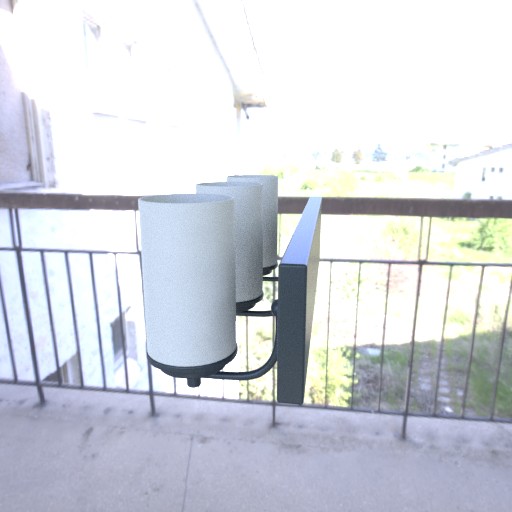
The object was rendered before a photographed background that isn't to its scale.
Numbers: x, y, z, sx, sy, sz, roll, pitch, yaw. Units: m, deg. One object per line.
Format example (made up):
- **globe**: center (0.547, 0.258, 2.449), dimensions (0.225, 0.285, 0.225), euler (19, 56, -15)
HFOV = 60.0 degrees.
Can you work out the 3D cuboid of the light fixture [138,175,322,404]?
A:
- **light fixture**: center (0.000, 0.000, 0.536), dimensions (0.145, 0.172, 0.451), euler (2, 14, 9)
